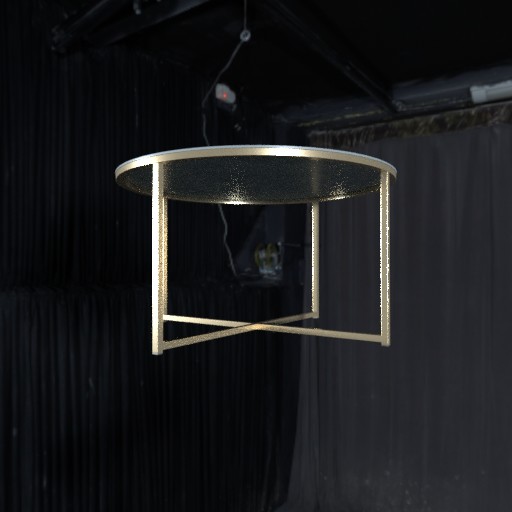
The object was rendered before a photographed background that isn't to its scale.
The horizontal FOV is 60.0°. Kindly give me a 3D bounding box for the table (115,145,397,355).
[{"bbox_3d":[0.000,0.000,1.319,0.800,0.450,0.800,0,-1,0],"label":"table"}]
